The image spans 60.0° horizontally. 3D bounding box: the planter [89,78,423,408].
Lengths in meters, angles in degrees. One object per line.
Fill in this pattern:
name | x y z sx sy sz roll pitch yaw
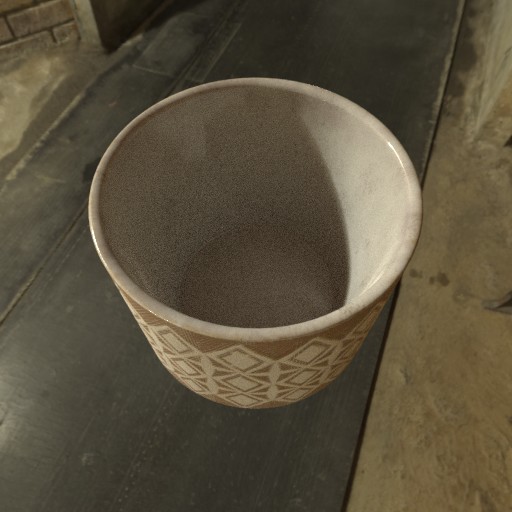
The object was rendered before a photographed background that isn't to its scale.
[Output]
planter | 0.000 0.000 0.330 0.193 0.165 0.193 0 59 0
